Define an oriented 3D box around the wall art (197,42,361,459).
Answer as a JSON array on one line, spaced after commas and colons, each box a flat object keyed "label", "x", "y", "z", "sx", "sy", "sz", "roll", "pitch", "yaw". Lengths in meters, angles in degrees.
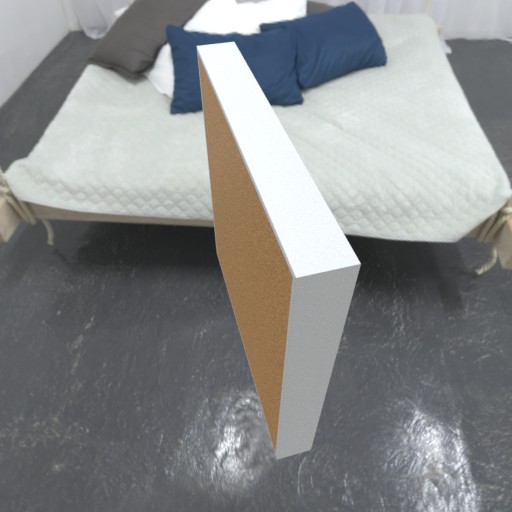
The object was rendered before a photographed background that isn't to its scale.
[{"label": "wall art", "x": 0.000, "y": 0.000, "z": 0.456, "sx": 0.038, "sy": 0.304, "sz": 0.305, "roll": -12, "pitch": 49, "yaw": -10}]
